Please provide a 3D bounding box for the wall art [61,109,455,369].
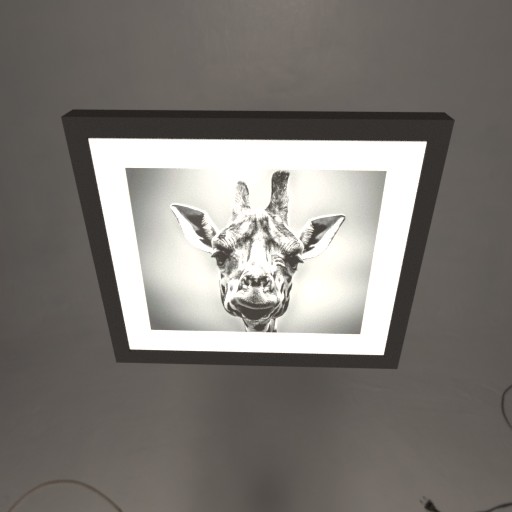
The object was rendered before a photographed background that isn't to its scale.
[{"bbox_3d":[0.000,0.000,0.527,0.381,0.330,0.031,1,32,2],"label":"wall art"}]
